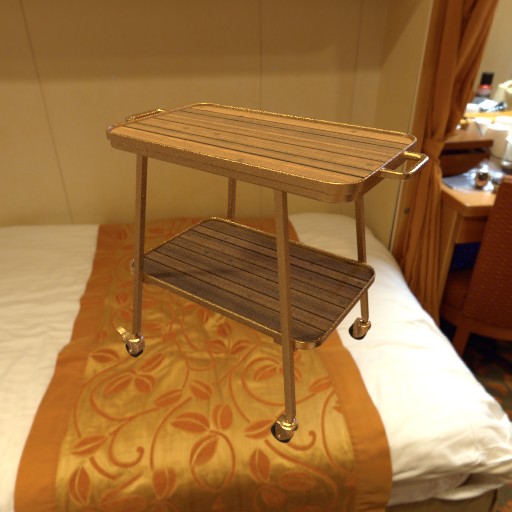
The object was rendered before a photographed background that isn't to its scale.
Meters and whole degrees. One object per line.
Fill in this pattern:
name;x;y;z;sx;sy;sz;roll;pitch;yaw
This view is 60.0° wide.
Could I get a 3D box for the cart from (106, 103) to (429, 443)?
cart;0.000;0.000;1.259;0.806;0.700;0.524;19;36;29
